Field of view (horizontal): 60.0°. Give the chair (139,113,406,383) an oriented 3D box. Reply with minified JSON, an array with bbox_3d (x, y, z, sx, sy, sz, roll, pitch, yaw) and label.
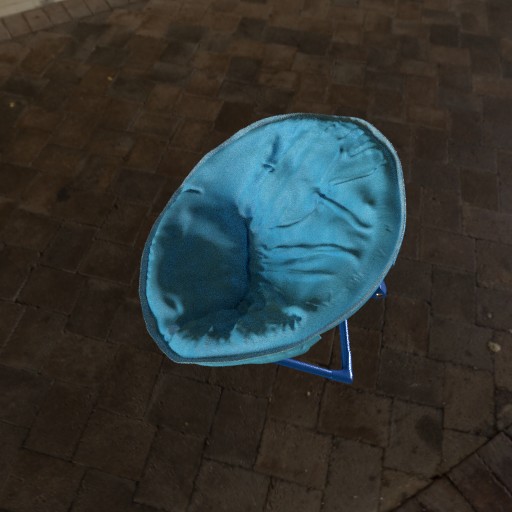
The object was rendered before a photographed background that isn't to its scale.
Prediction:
[{"bbox_3d":[0.000,0.000,0.886,0.465,0.478,0.520,1,57,1],"label":"chair"}]
